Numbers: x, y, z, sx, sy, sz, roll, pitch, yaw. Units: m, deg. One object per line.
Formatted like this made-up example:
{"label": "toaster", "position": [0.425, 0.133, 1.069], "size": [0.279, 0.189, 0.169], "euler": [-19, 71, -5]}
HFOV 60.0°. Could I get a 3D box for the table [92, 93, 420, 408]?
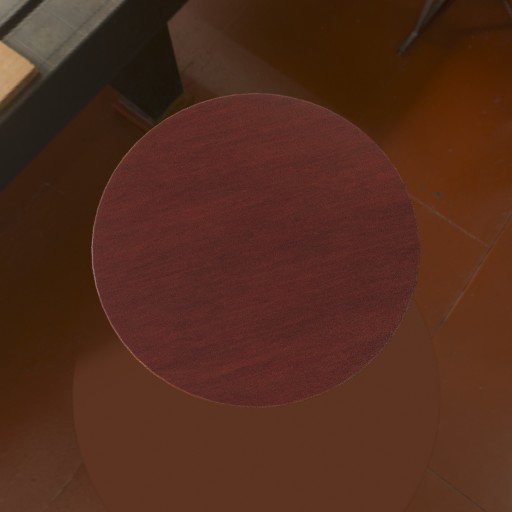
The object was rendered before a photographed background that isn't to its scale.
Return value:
{"label": "table", "position": [0.000, 0.000, 1.619], "size": [1.029, 0.486, 1.029], "euler": [0, 75, 0]}
